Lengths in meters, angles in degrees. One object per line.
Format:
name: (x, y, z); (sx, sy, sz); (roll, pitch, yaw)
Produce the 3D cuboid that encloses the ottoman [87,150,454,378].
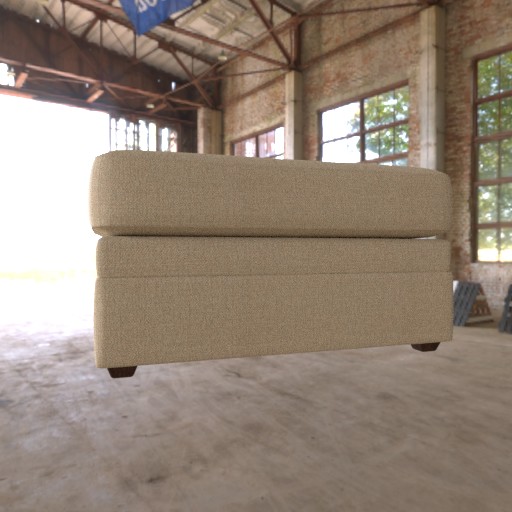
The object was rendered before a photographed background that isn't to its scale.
ottoman: (0.000, 0.000, 1.259); (0.885, 0.478, 0.637); (0, 1, -18)
